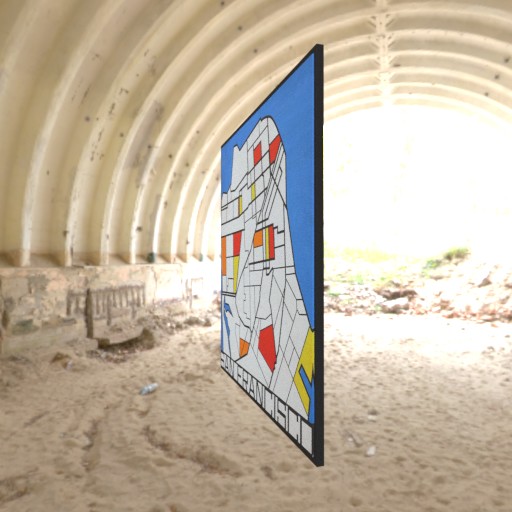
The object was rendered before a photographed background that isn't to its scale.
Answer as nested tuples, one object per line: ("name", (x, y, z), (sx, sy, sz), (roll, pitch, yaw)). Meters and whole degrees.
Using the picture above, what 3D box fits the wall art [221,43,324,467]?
("wall art", (0.000, 0.000, 1.012), (0.015, 0.663, 0.664), (0, 0, -18))
